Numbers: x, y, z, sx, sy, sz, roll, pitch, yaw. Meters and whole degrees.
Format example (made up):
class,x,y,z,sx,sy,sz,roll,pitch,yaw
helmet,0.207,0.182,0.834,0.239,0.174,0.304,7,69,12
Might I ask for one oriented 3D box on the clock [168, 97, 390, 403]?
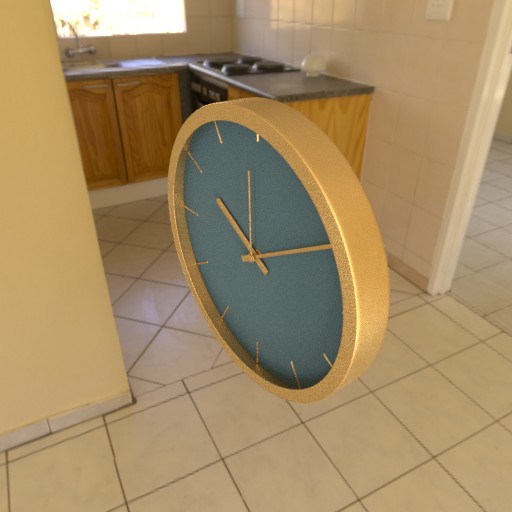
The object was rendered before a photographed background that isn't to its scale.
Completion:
class,x,y,z,sx,sy,sz,roll,pitch,yaw
clock,0.000,0.000,0.468,0.040,0.314,0.314,-21,37,-31
